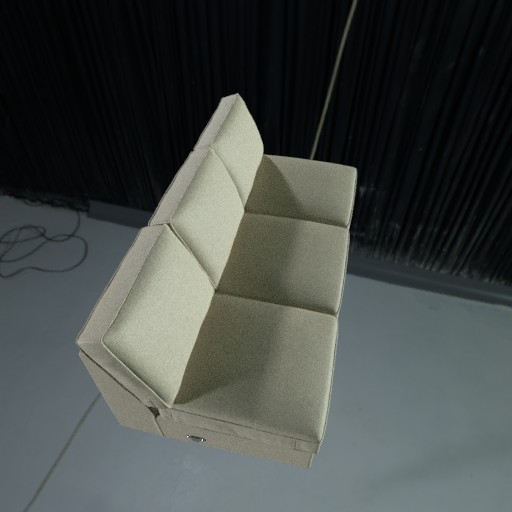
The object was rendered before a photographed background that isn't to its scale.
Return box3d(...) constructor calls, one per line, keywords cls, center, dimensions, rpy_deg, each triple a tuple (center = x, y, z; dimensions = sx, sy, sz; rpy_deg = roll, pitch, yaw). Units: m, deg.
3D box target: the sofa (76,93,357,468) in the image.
box3d(cls="sofa", center=(0.000, 0.000, 2.516), dimensions=(1.027, 0.973, 1.962), rpy_deg=(10, 48, 9))
